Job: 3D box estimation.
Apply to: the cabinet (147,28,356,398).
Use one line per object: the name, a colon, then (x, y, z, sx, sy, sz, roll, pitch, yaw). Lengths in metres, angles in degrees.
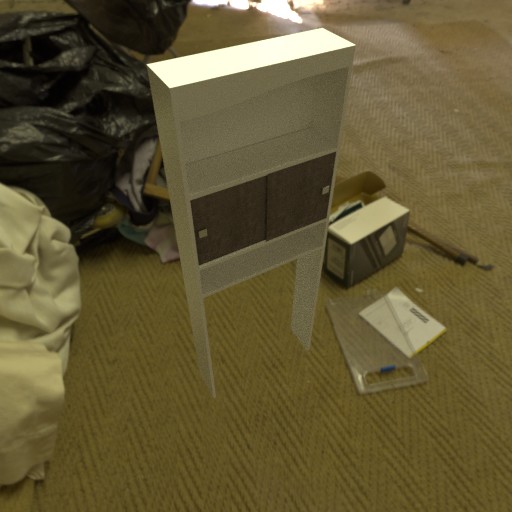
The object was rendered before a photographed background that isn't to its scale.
cabinet: (0.000, 0.000, 2.004, 0.643, 1.770, 0.192, -22, 49, -20)
